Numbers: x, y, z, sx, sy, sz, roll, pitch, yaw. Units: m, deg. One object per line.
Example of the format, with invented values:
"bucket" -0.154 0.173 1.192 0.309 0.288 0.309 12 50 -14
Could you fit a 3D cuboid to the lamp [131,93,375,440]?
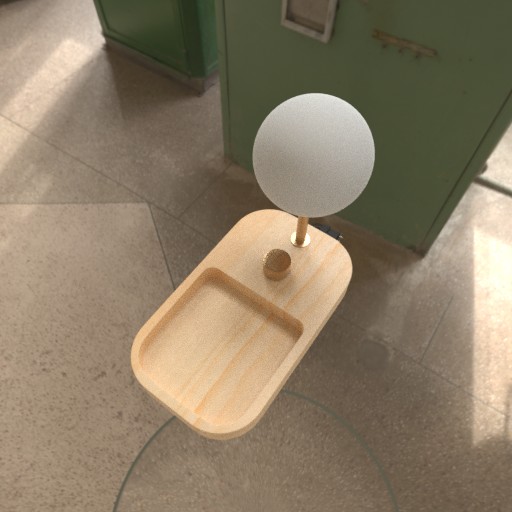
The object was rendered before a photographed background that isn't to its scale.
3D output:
"lamp" 0.000 0.000 0.474 0.173 0.253 0.331 31 63 18
